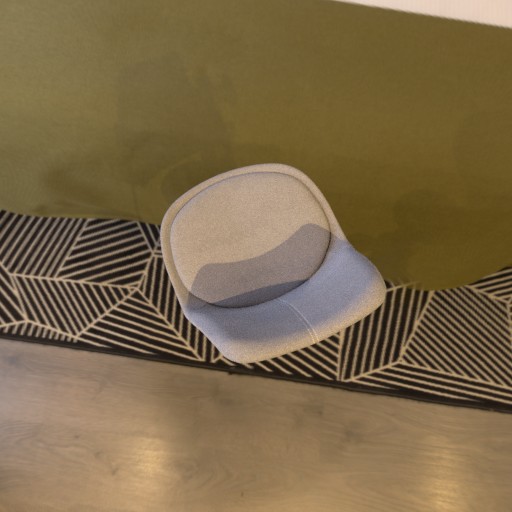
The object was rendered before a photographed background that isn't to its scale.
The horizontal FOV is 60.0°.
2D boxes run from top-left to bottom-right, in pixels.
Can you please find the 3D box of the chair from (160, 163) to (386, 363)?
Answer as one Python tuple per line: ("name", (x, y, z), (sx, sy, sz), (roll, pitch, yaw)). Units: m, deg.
("chair", (0.000, 0.000, 1.231), (0.474, 0.863, 0.549), (-22, 78, -5))
